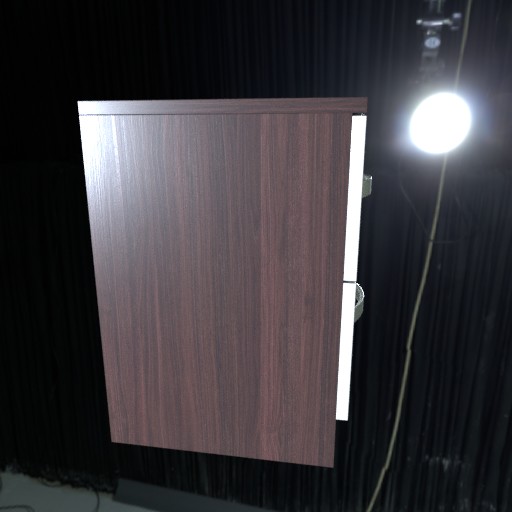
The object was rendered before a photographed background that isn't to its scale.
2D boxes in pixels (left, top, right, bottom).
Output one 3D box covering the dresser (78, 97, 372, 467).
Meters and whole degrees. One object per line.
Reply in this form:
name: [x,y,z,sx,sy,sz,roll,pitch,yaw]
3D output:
dresser: [0.000,0.000,0.746,0.360,0.470,0.400,2,15,9]
